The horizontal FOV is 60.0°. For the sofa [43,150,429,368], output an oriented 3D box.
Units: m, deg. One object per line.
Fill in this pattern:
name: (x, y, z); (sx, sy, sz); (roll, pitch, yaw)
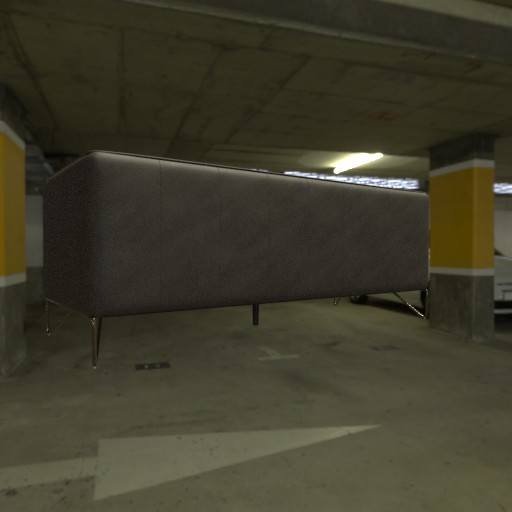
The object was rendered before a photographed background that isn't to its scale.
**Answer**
sofa: (0.000, 0.000, 2.506); (2.087, 0.789, 0.867); (0, 1, -36)
